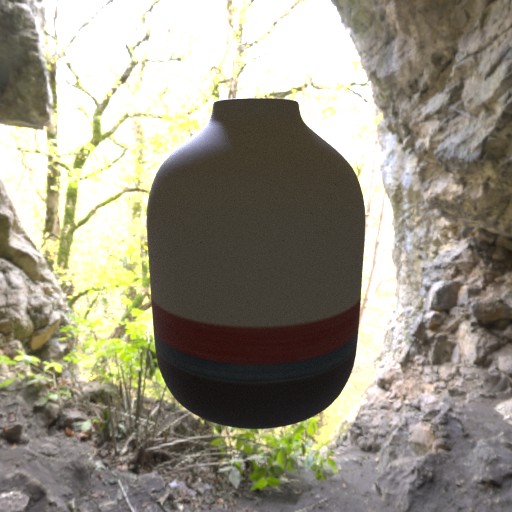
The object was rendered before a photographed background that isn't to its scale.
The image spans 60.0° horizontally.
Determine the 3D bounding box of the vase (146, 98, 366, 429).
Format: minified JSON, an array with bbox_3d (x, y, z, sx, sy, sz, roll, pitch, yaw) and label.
[{"bbox_3d":[0.000,0.000,0.359,0.169,0.237,0.169,0,15,0],"label":"vase"}]
